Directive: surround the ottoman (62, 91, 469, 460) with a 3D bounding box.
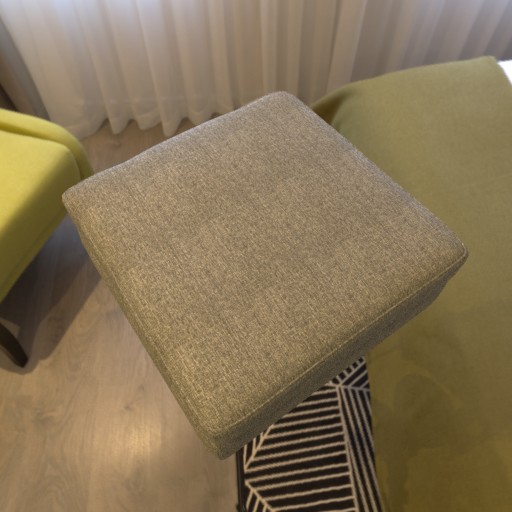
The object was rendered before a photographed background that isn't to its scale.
[{"bbox_3d":[0.000,0.000,1.366,0.838,0.481,0.838,-31,63,-18],"label":"ottoman"}]
